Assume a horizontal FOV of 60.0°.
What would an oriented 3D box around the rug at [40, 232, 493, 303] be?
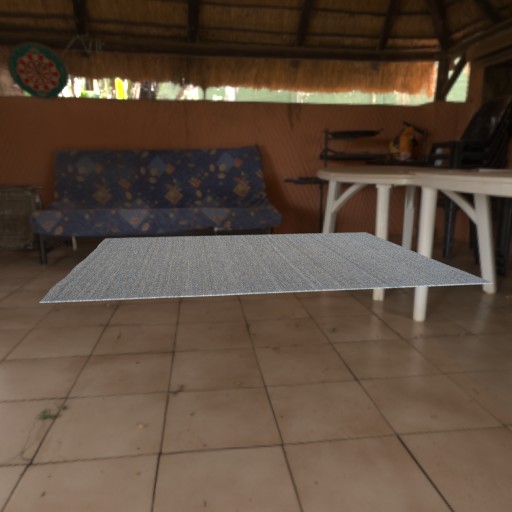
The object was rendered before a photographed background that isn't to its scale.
[{"bbox_3d":[0.000,0.000,4.240,3.200,0.007,2.443,-2,12,-8],"label":"rug"}]
